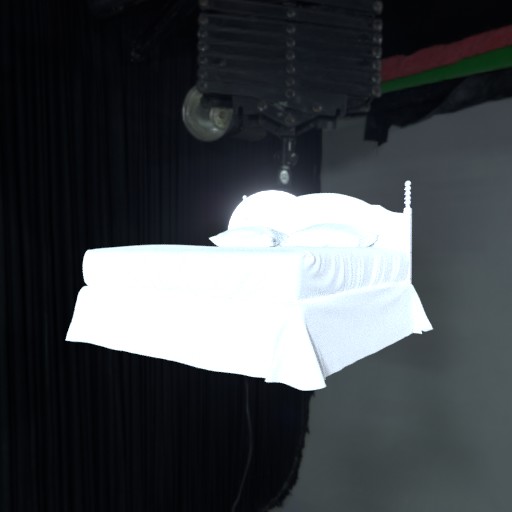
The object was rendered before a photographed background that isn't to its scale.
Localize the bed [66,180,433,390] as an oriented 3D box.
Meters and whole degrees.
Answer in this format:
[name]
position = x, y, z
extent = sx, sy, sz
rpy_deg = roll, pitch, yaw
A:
[bed]
position = 0.000, 0.000, 3.703
extent = 2.322, 1.355, 2.219
rpy_deg = 1, 1, 36
